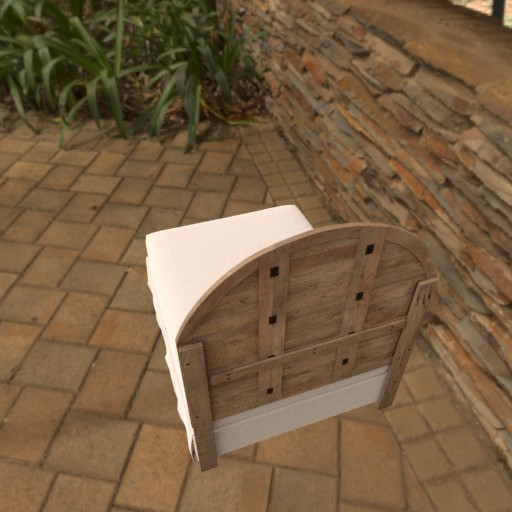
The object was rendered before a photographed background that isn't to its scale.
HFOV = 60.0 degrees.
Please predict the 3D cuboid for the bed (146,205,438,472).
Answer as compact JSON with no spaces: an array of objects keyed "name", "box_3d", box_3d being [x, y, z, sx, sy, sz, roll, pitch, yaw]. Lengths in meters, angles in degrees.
[{"name":"bed","box_3d":[0.000,0.000,3.533,1.713,2.002,2.112,-13,43,-15]}]
